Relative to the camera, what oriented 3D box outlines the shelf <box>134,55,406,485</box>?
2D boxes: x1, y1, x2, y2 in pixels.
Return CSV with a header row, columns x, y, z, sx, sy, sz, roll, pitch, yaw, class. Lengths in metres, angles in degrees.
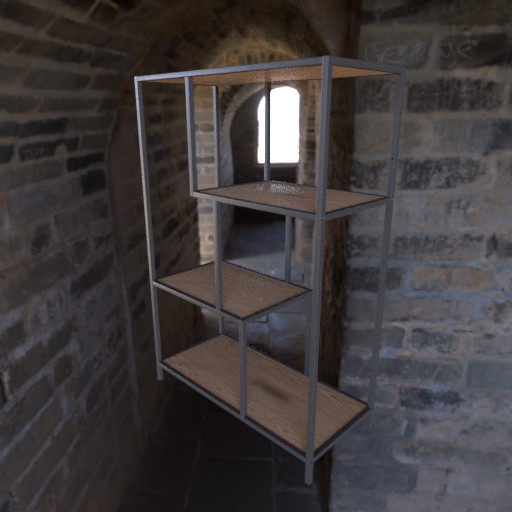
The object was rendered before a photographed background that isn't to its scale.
x,y,z,sx,sy,sz,roll,pitch,yaw,class
0.000,0.000,1.482,0.770,1.138,0.350,17,24,42,shelf
